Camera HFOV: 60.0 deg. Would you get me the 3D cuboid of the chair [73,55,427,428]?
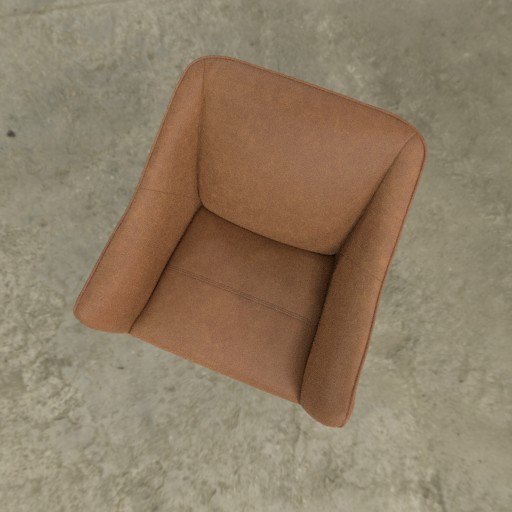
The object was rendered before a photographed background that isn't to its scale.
[{"bbox_3d":[0.000,0.000,1.532,0.871,0.830,0.852,21,78,5],"label":"chair"}]
